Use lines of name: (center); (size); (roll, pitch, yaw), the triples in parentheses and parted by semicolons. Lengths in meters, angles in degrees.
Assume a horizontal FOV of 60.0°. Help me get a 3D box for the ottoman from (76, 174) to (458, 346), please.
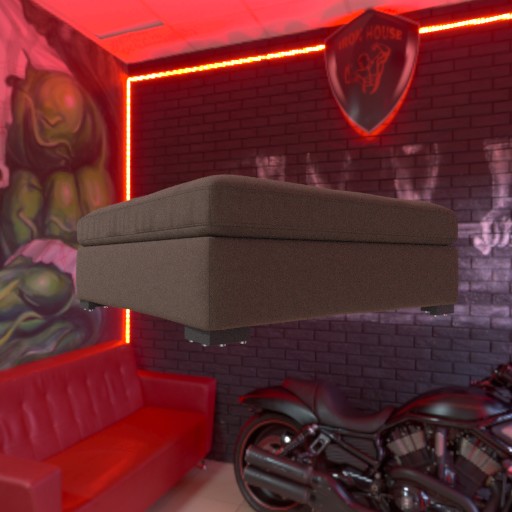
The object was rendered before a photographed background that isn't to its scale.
ottoman: (0.000, 0.000, 1.874); (1.181, 0.470, 1.181); (0, -1, -37)
